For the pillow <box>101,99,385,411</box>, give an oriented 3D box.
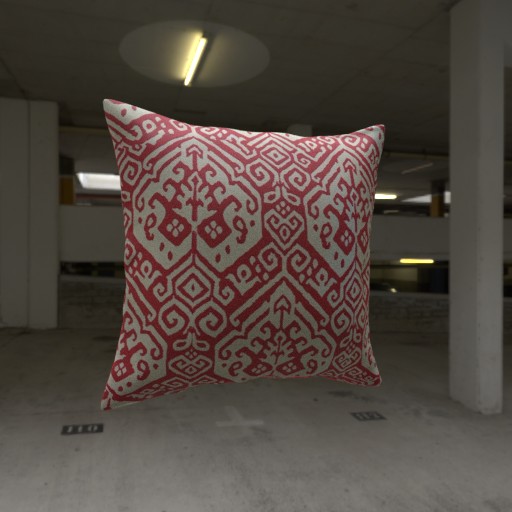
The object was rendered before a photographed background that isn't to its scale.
[{"bbox_3d":[0.000,0.000,0.788,0.522,0.507,0.192,0,0,-17],"label":"pillow"}]
